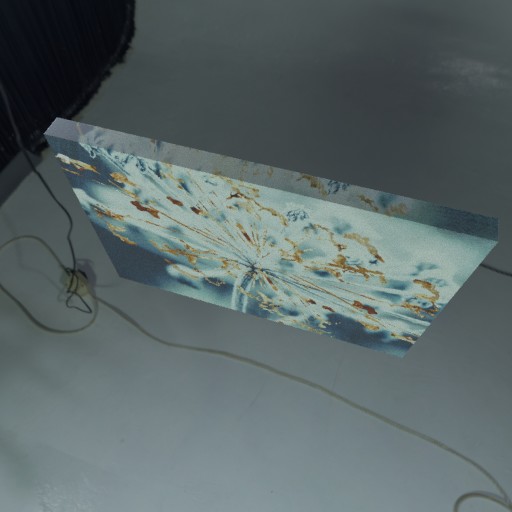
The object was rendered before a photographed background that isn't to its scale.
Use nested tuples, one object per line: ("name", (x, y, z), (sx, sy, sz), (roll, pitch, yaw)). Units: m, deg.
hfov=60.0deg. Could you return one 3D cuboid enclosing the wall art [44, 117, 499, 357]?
("wall art", (0.000, 0.000, 0.750), (0.607, 0.405, 0.036), (15, 59, 9))
